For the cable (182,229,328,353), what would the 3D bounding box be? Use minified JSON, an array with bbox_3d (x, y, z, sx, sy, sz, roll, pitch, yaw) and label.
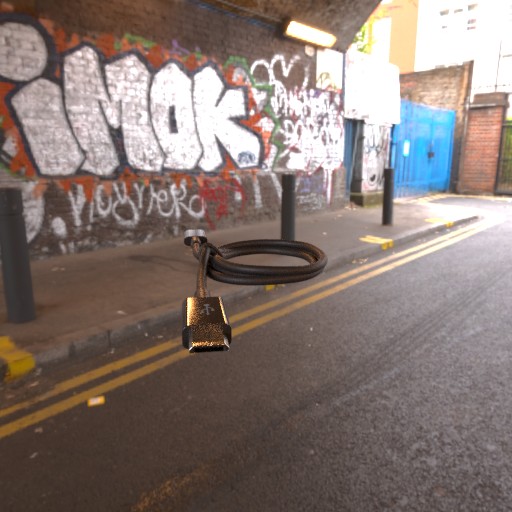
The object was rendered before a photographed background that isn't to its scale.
[{"bbox_3d":[0.000,0.000,0.212,0.070,0.014,0.192,-2,13,-9],"label":"cable"}]
